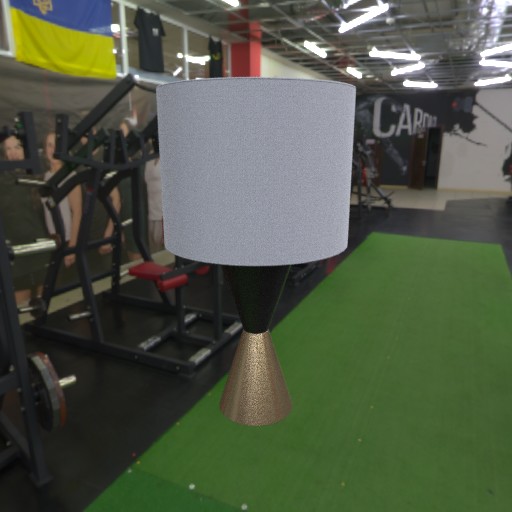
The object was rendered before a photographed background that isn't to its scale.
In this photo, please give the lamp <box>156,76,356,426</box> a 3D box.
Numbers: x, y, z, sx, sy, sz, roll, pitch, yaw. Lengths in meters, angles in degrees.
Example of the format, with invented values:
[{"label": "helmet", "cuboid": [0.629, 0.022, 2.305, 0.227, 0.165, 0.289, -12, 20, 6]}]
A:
[{"label": "lamp", "cuboid": [0.000, 0.000, 0.758, 0.304, 0.573, 0.304, 8, 17, 26]}]
